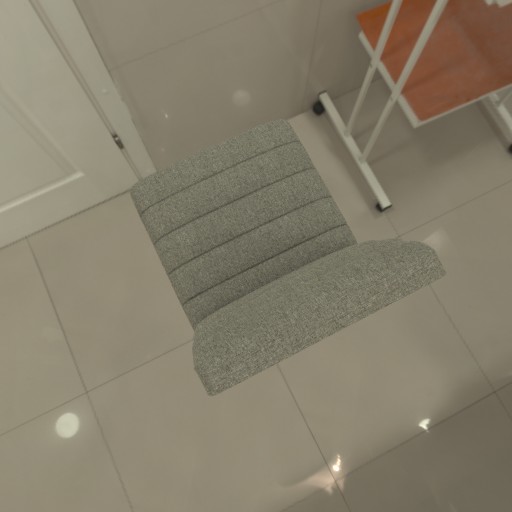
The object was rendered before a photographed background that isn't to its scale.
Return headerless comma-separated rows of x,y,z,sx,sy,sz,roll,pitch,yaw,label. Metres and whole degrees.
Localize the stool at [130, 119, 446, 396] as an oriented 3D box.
0.000,0.000,1.216,0.460,0.940,0.560,-26,77,-7,stool
